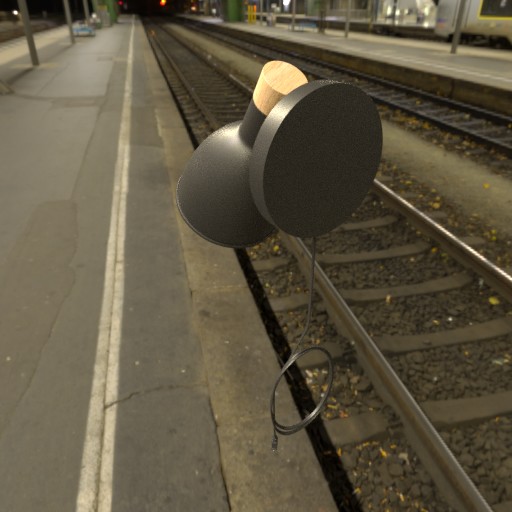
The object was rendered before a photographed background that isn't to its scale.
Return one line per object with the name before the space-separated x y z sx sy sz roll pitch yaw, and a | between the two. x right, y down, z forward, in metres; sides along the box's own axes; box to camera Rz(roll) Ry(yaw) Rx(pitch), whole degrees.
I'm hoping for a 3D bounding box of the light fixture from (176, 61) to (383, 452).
light fixture | 0.000 0.000 0.490 0.127 0.401 0.203 -19 34 -30
